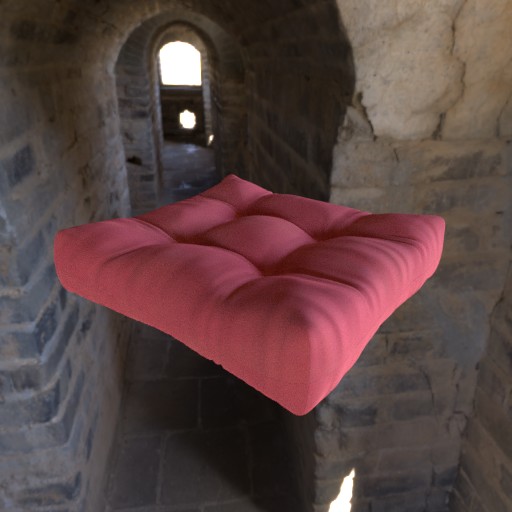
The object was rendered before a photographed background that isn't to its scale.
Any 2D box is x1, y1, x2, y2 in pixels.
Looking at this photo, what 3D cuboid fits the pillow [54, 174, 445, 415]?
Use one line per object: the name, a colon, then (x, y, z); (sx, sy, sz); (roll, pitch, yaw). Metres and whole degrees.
pillow: (0.000, 0.000, 0.741); (0.490, 0.128, 0.468); (17, 30, 33)
